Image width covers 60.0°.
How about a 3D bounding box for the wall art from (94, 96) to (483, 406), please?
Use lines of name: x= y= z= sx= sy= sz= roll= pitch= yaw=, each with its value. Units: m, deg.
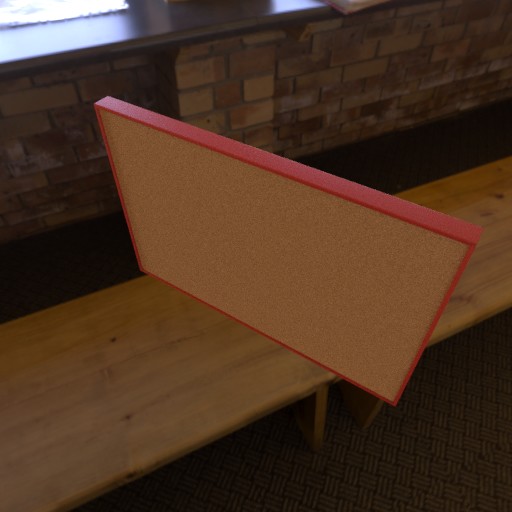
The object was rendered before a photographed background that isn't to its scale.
wall art: x=0.000 y=0.000 z=0.764 sx=0.607 sy=0.405 sz=0.033 roll=25 pitch=51 yaw=22
